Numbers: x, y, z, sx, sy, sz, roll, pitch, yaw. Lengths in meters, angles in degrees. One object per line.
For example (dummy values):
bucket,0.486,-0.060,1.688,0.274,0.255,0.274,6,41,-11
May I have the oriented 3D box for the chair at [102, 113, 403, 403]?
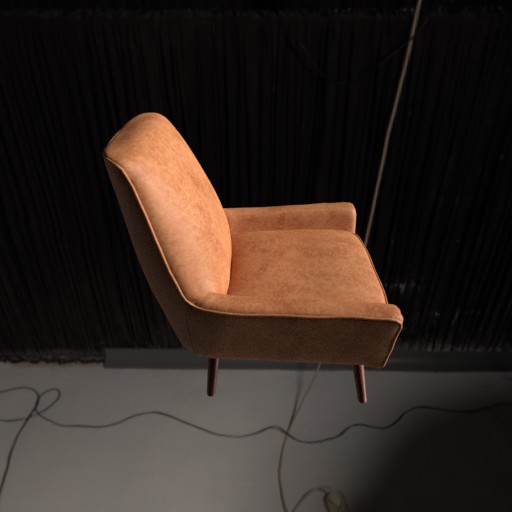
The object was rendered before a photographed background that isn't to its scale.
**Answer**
chair,0.000,0.000,1.543,0.851,0.883,0.753,0,32,0
